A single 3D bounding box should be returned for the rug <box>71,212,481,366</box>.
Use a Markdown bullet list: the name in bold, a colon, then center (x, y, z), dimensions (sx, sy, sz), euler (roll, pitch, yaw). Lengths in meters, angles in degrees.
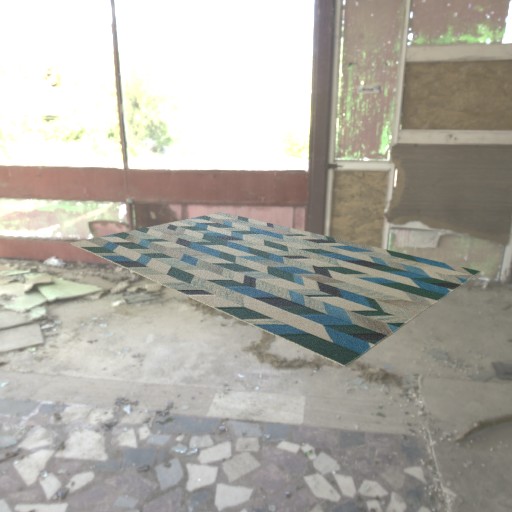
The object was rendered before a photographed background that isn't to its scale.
- **rug**: center (0.000, 0.000, 3.027), dimensions (2.433, 0.007, 1.507), euler (17, 24, 42)
